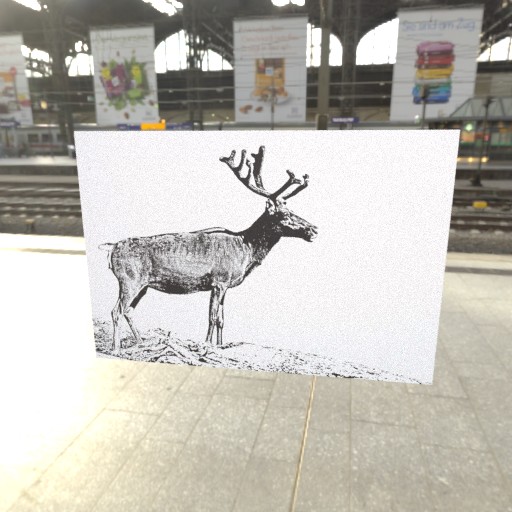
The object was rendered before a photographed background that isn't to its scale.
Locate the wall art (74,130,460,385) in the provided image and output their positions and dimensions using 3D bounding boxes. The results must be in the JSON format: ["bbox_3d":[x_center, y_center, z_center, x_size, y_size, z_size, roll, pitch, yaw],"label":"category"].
[{"bbox_3d":[0.000,0.000,0.762,0.608,0.414,0.042,2,15,9],"label":"wall art"}]
